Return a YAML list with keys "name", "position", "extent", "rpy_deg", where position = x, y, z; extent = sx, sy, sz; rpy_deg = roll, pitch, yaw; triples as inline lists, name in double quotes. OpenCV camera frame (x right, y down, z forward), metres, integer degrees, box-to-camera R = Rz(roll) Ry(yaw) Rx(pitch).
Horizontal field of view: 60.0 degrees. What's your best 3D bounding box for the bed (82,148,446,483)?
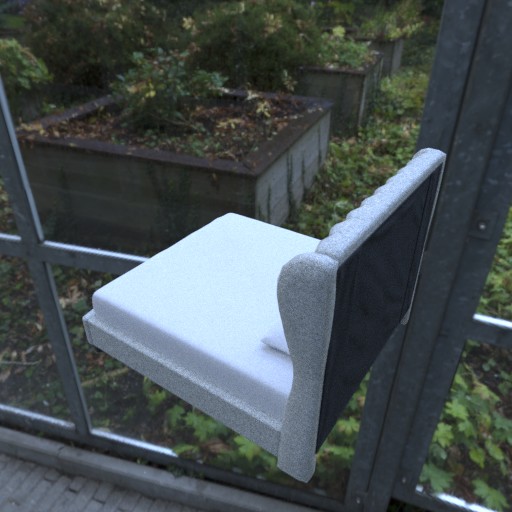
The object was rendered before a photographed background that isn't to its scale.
- name: "bed"
  position: [0.000, 0.000, 3.884]
  extent: [2.347, 1.771, 2.219]
  rpy_deg: [20, 37, 29]
